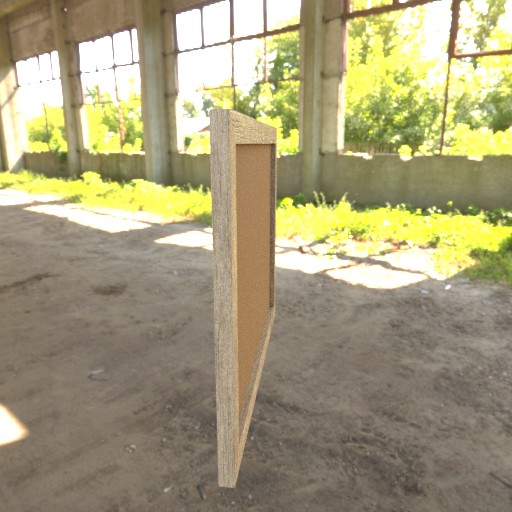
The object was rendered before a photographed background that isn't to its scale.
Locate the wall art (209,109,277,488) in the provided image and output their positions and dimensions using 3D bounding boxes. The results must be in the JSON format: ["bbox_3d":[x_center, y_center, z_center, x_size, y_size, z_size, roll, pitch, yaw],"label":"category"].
[{"bbox_3d":[0.000,0.000,0.924,0.026,0.535,0.690,2,14,7],"label":"wall art"}]
